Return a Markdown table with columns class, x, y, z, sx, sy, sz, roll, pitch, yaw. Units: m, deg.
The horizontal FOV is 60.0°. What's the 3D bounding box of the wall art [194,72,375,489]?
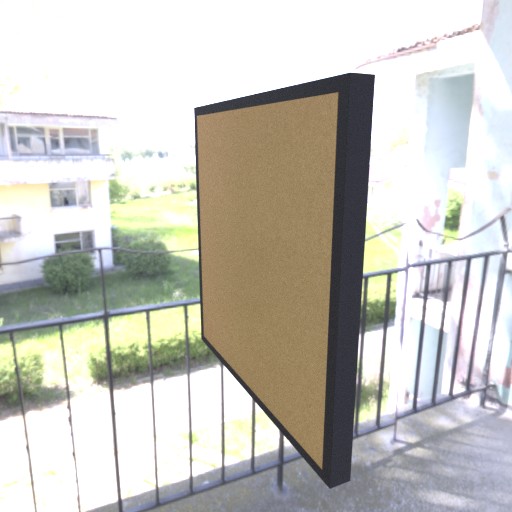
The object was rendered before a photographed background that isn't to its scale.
| class | x | y | z | sx | sy | sz | roll | pitch | yaw |
| --- | --- | --- | --- | --- | --- | --- | --- | --- | --- |
| wall art | 0.000 | 0.000 | 0.744 | 0.033 | 0.507 | 0.508 | -7 | 16 | -25 |
